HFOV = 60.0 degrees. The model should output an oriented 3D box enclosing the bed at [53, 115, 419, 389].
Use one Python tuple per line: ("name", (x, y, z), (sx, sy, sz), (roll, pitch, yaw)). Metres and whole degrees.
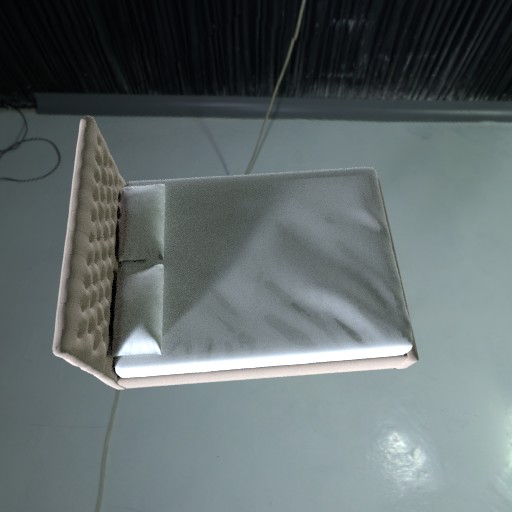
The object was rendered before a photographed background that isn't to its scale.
("bed", (0.000, 0.000, 3.427), (2.387, 1.427, 1.698), (-4, 65, -2))
